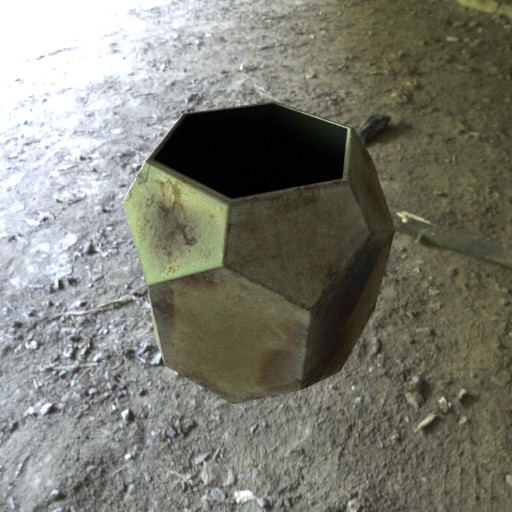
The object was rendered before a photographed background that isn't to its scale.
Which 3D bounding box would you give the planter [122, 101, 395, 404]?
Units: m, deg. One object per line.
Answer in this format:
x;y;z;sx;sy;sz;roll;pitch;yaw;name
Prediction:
0.000;0.000;0.430;0.221;0.238;0.243;-13;43;-14;planter
